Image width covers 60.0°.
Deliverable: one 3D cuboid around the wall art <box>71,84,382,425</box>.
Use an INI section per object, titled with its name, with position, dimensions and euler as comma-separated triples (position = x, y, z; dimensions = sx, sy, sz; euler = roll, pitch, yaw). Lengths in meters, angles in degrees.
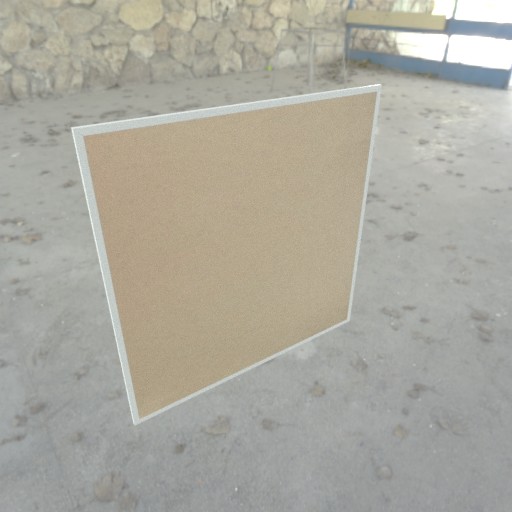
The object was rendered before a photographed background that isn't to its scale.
[wall art]
position = 0.000, 0.000, 1.209
dimensions = 0.809, 0.809, 0.012
euler = -19, 35, -29
